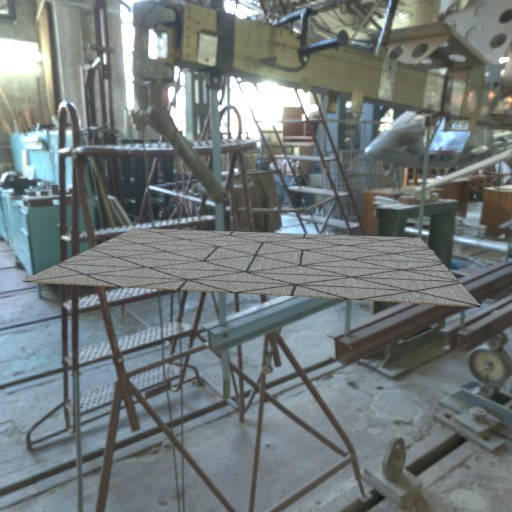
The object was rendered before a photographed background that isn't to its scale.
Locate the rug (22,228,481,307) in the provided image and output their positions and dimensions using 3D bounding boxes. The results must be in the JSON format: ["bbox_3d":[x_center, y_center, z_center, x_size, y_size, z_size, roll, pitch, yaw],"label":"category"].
[{"bbox_3d":[0.000,0.000,3.068,2.465,0.008,1.526,2,15,9],"label":"rug"}]
